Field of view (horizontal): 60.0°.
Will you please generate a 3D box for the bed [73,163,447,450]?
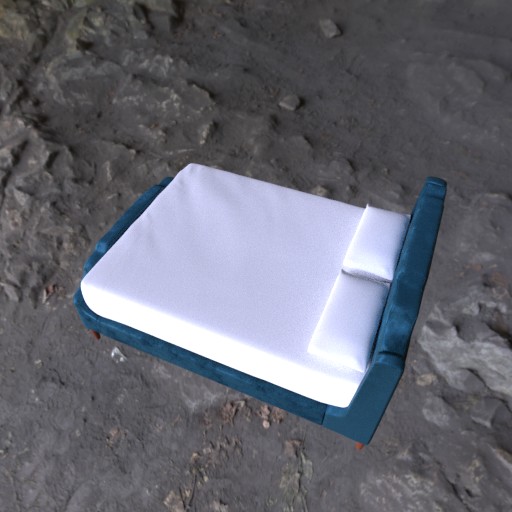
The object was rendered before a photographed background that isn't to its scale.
[{"bbox_3d":[0.000,0.000,3.351,2.322,1.338,1.678,18,49,16],"label":"bed"}]
